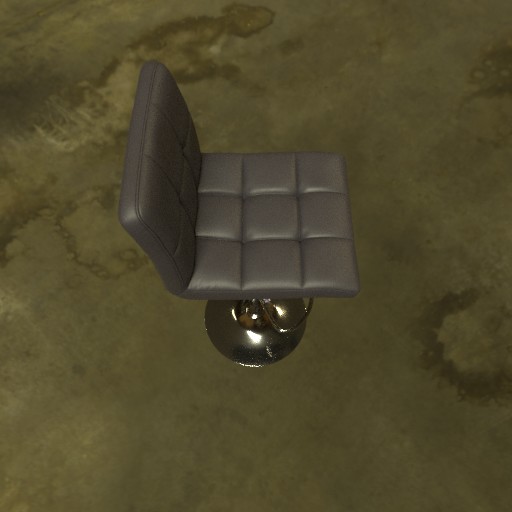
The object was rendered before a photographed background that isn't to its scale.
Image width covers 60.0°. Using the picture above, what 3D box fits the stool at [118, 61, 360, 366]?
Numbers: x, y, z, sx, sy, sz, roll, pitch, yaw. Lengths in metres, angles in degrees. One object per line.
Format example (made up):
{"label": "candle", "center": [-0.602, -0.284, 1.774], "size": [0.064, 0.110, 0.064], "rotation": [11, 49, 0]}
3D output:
{"label": "stool", "center": [0.000, 0.000, 1.351], "size": [0.505, 1.115, 0.430], "rotation": [0, 63, 0]}
